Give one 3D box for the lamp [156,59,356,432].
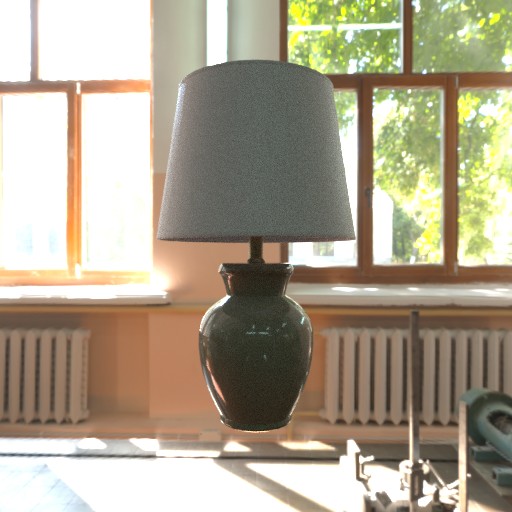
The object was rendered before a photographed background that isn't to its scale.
[{"bbox_3d":[0.000,0.000,0.544,0.239,0.399,0.239,0,0,0],"label":"lamp"}]
